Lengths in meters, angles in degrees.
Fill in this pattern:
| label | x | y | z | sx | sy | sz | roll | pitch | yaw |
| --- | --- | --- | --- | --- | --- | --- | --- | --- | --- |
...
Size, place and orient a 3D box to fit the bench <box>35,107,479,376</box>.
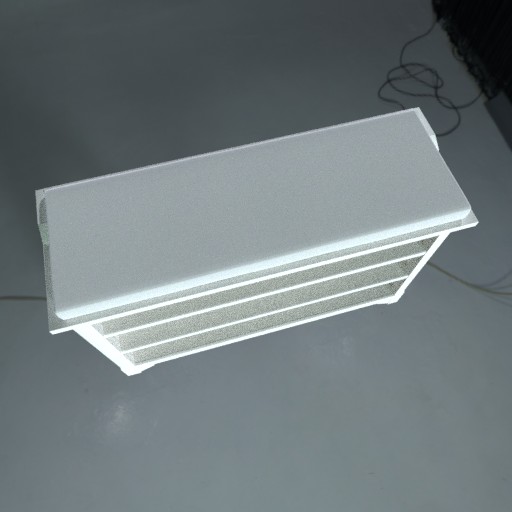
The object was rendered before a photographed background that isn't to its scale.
| label | x | y | z | sx | sy | sz | roll | pitch | yaw |
| --- | --- | --- | --- | --- | --- | --- | --- | --- | --- |
| bench | 0.000 | 0.000 | 1.273 | 0.987 | 0.589 | 0.346 | -14 | 64 | -7 |
